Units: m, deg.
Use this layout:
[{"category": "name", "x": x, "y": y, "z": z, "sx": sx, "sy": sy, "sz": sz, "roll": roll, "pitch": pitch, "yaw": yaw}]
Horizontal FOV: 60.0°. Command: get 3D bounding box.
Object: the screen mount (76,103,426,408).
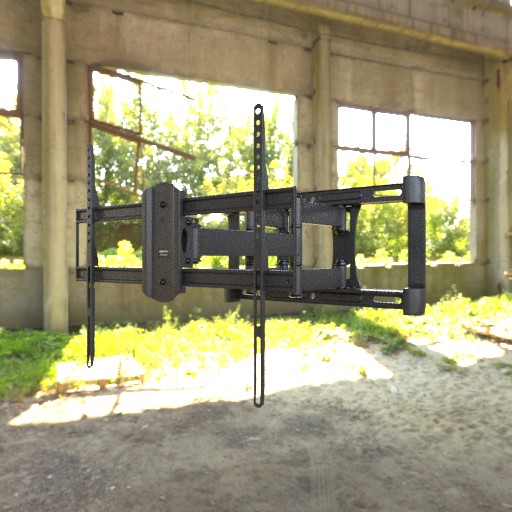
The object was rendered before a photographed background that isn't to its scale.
[{"category": "screen mount", "x": 0.000, "y": 0.000, "z": 0.953, "sx": 0.571, "sy": 0.424, "sz": 0.556, "roll": 0, "pitch": 0, "yaw": 35}]
